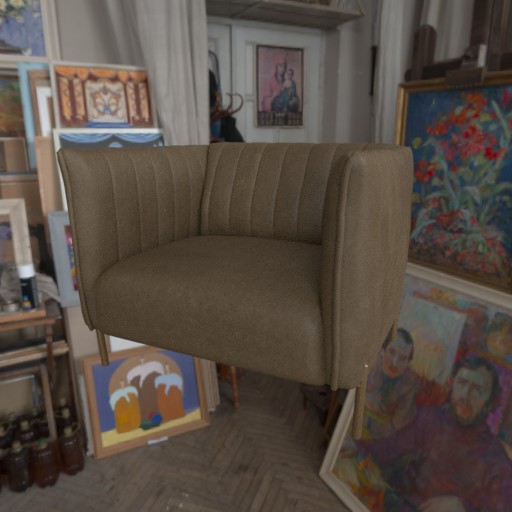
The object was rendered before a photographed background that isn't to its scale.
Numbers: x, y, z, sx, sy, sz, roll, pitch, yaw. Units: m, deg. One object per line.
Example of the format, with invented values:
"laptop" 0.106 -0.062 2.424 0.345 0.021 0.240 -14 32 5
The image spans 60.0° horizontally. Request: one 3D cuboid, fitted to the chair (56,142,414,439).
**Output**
"chair" 0.000 0.000 1.582 0.981 0.779 0.876 7 17 25
